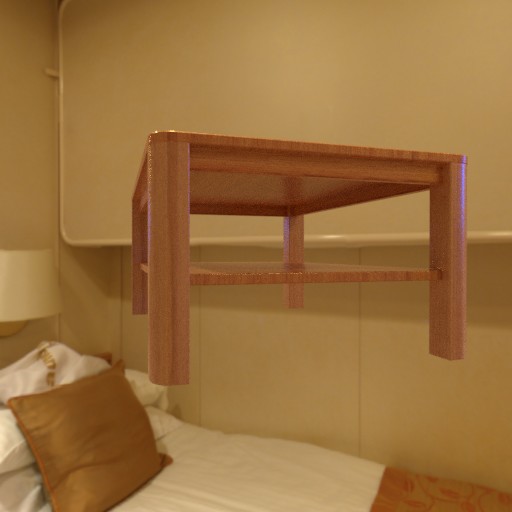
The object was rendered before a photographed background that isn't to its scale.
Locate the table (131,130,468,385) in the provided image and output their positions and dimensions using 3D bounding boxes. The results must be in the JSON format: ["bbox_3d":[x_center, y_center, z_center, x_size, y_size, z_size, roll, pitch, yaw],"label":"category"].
[{"bbox_3d":[0.000,0.000,1.340,0.696,0.445,0.997,0,1,-18],"label":"table"}]
